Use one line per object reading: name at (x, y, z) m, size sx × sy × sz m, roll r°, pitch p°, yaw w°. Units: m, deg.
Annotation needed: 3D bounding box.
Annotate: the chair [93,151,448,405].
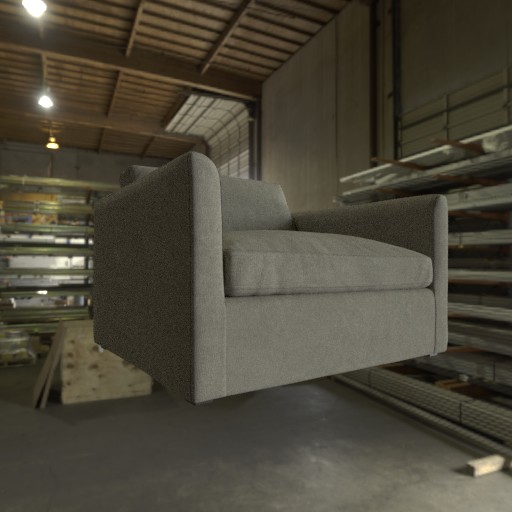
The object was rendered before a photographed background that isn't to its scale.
chair at (0.000, 0.000, 1.873) m, size 1.190 × 0.845 × 1.091 m, roll 1°, pitch -2°, yaw -36°
